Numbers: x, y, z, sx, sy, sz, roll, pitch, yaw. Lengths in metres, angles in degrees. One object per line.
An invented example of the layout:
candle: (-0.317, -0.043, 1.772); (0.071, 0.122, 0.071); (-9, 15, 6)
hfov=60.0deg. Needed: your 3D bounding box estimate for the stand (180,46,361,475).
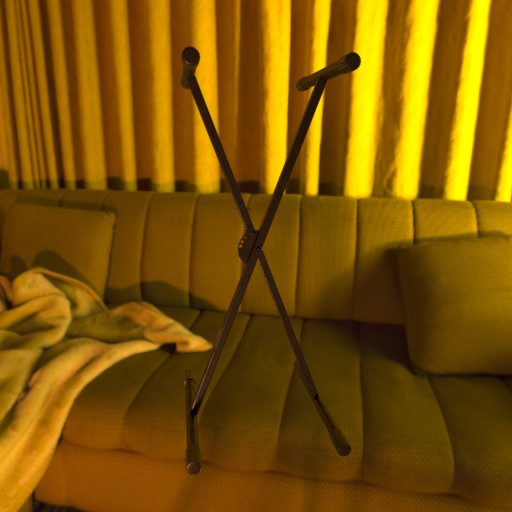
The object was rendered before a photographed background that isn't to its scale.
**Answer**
stand: (0.000, 0.000, 1.177); (0.409, 0.940, 0.449); (-2, 14, -9)
